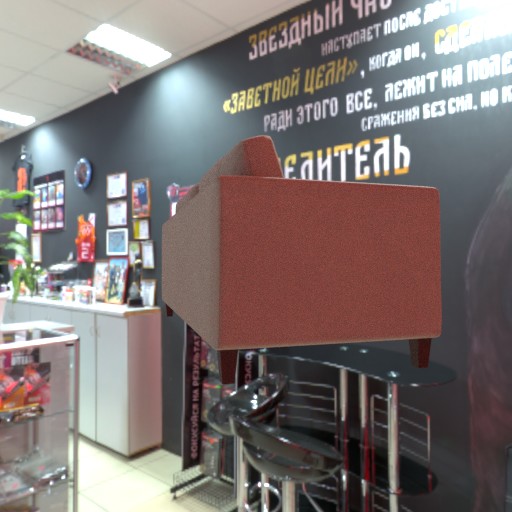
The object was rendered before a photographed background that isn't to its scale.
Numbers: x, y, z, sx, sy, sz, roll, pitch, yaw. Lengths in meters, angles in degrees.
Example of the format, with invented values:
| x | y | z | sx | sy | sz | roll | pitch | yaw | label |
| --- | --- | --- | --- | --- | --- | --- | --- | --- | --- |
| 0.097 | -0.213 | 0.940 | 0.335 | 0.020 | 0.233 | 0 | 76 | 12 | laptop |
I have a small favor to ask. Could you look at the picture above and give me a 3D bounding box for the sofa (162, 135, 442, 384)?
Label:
| x | y | z | sx | sy | sz | roll | pitch | yaw | label |
| --- | --- | --- | --- | --- | --- | --- | --- | --- | --- |
| 0.000 | 0.000 | 2.663 | 0.948 | 0.932 | 2.181 | 0 | -1 | -17 | sofa |
